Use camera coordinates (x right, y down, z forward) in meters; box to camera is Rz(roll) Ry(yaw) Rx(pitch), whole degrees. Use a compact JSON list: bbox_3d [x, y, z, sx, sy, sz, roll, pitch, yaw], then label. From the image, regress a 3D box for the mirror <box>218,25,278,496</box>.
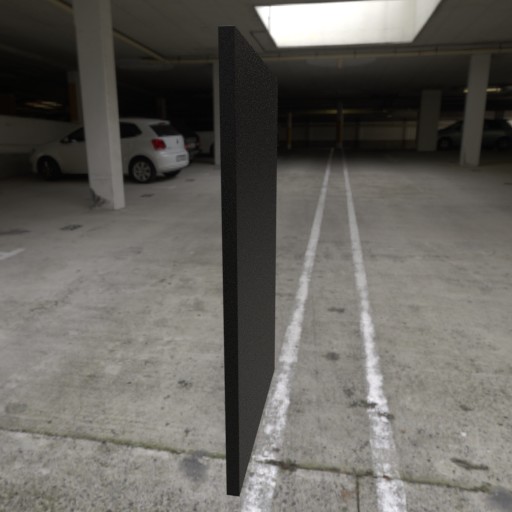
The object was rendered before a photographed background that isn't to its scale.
[{"bbox_3d":[0.000,0.000,1.480,0.038,1.219,0.762,2,14,10],"label":"mirror"}]
